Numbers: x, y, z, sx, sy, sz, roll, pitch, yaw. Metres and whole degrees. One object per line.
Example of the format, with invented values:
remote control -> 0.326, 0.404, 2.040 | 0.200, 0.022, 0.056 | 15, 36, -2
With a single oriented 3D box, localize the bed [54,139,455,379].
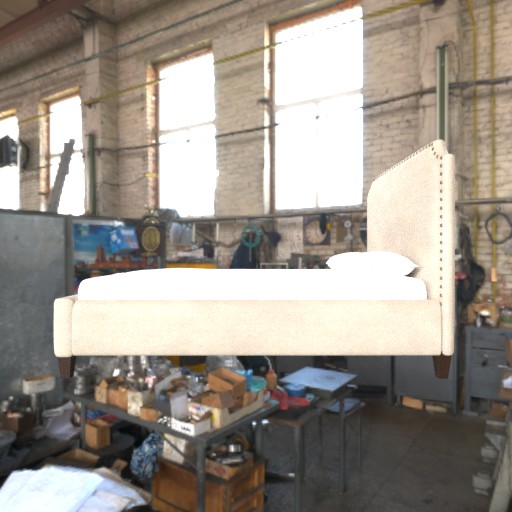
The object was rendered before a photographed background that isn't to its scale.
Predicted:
bed -> 0.000, 0.000, 3.421 | 2.372, 1.443, 1.712 | 0, 0, 0
